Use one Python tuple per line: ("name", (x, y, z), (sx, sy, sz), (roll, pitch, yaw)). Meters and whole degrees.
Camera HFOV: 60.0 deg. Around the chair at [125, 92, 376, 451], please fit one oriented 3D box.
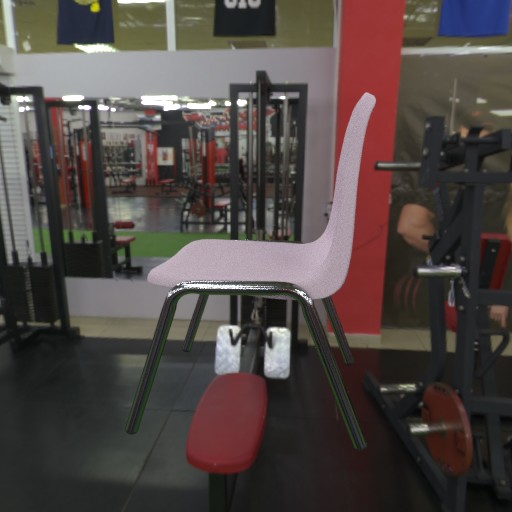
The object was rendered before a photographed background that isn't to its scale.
("chair", (0.000, 0.000, 0.858), (0.423, 0.586, 0.354), (2, 14, 8))
